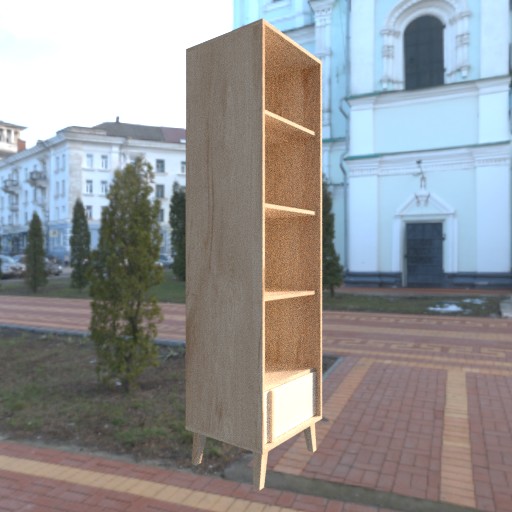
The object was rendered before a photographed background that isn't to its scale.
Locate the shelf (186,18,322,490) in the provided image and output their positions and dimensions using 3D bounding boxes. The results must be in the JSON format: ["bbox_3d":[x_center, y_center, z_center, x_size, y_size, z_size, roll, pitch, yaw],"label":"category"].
[{"bbox_3d":[0.000,0.000,2.165,0.450,1.960,0.510,0,0,37],"label":"shelf"}]
